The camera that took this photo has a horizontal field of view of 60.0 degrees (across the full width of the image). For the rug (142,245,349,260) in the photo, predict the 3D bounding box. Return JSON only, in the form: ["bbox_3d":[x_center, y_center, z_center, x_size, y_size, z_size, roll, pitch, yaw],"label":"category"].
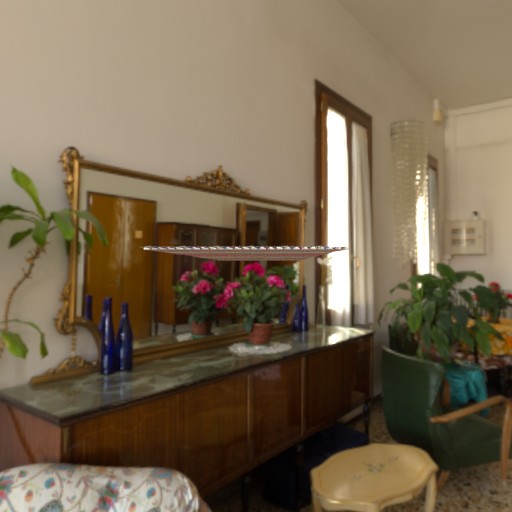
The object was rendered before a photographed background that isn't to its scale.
[{"bbox_3d":[0.000,0.000,2.647,0.695,0.017,2.455,0,-2,2],"label":"rug"}]
